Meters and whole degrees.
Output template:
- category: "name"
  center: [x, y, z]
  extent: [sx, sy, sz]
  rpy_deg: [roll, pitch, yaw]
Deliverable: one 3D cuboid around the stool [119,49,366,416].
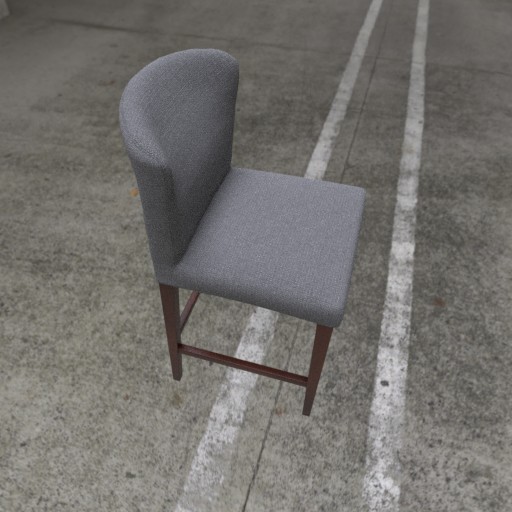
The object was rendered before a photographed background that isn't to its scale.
- category: "stool"
  center: [0.000, 0.000, 1.336]
  extent: [0.568, 1.069, 0.486]
  rpy_deg: [12, 49, 11]
